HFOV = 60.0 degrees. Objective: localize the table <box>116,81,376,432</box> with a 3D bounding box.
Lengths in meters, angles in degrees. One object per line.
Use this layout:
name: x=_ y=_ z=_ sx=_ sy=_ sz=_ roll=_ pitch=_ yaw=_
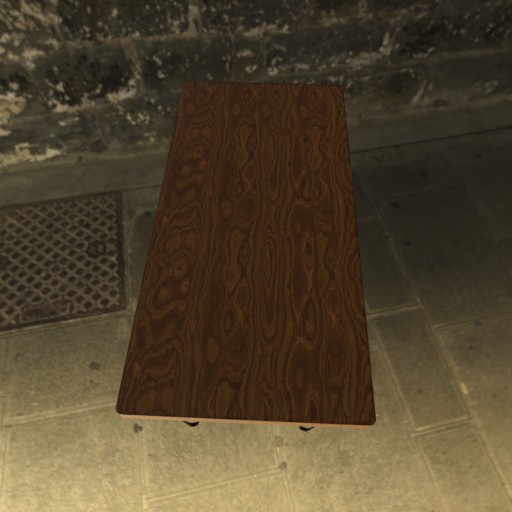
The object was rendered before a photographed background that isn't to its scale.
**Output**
table: x=0.000 y=0.000 z=2.284 sx=0.883 sy=0.753 sz=1.791 roll=2 pitch=57 yaw=1
